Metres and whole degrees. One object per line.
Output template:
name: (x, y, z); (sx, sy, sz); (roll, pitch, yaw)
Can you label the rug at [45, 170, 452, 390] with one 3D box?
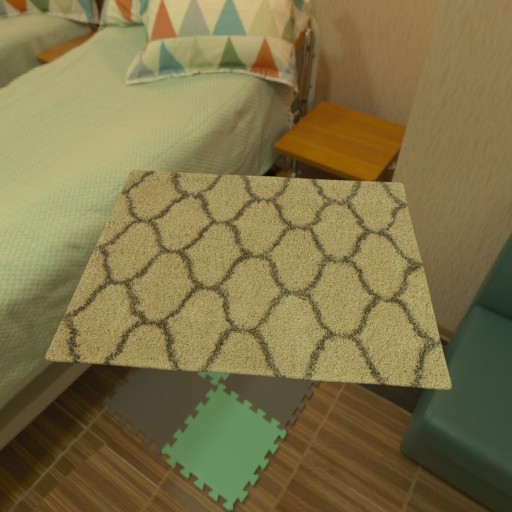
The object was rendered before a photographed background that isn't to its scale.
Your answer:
rug: (0.000, 0.000, 4.052); (3.000, 0.026, 2.399); (3, 47, 3)
